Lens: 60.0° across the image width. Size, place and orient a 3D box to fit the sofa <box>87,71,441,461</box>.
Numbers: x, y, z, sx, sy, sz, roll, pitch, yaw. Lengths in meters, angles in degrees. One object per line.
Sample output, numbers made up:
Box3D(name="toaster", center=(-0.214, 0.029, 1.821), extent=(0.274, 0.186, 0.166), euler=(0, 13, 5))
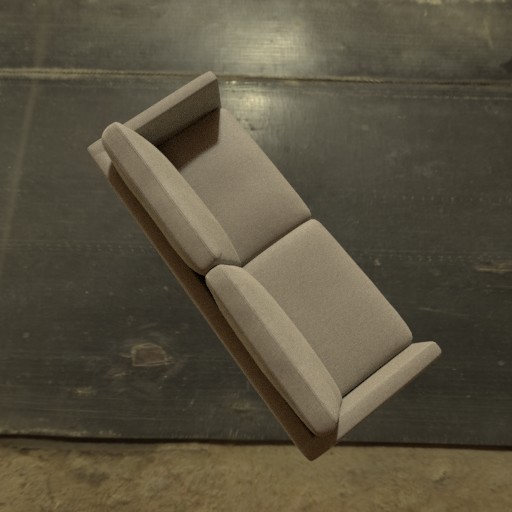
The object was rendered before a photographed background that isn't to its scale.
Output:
Box3D(name="sofa", center=(0.000, 0.000, 2.783), extent=(0.956, 0.963, 2.208), euler=(-36, 79, -8))
